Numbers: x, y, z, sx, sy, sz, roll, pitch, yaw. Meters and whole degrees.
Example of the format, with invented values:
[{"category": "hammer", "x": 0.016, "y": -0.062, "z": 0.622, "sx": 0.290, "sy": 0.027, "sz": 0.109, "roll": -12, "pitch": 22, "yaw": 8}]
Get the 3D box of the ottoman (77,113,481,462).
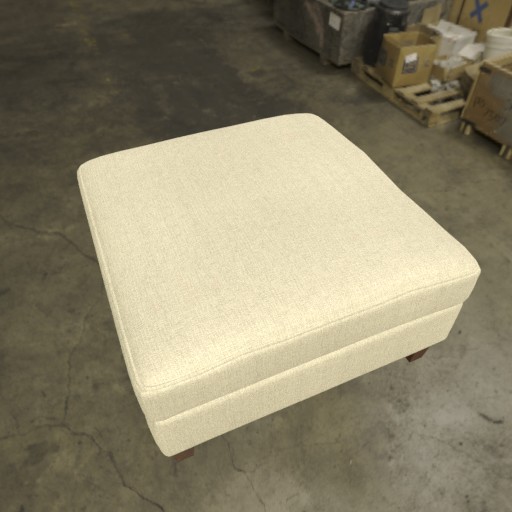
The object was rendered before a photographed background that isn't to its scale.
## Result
[{"category": "ottoman", "x": 0.000, "y": 0.000, "z": 1.306, "sx": 0.838, "sy": 0.478, "sz": 0.838, "roll": -17, "pitch": 48, "yaw": -16}]
